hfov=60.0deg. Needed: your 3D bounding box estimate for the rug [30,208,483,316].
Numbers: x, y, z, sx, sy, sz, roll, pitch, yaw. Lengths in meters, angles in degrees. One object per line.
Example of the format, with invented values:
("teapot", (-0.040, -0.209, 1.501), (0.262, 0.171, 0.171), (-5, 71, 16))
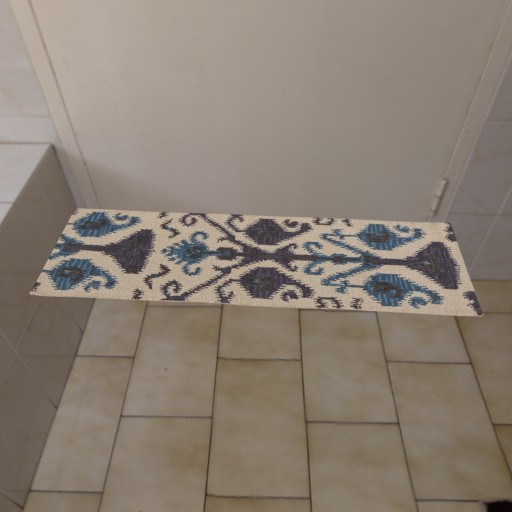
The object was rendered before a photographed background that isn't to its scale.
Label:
("rug", (0.000, 0.000, 2.474), (2.301, 0.017, 0.692), (3, 46, 2))
